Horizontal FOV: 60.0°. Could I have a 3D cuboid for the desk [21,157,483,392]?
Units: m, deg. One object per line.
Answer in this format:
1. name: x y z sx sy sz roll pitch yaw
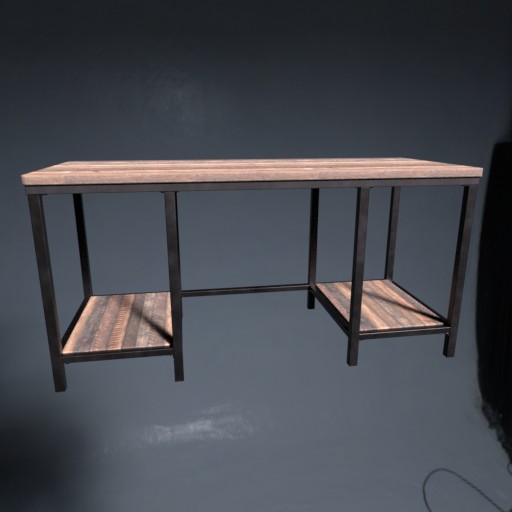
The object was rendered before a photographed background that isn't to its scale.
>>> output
1. desk: 0.000 0.000 1.855 1.538 0.753 0.617 -3 16 -9
